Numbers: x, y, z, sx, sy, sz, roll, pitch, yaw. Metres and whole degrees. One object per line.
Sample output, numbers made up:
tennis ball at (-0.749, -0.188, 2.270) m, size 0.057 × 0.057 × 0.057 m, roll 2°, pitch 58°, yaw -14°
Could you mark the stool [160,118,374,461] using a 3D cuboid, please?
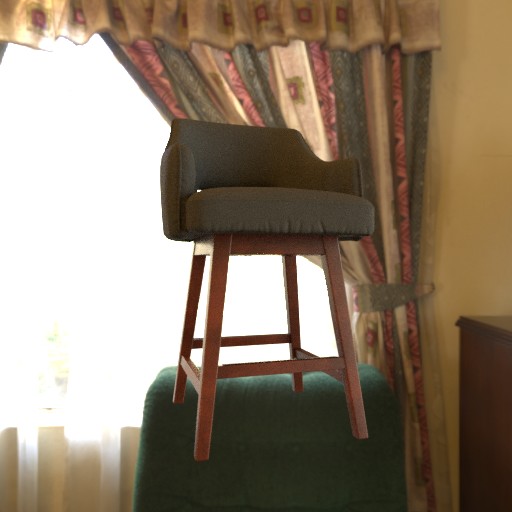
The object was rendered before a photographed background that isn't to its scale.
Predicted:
stool at (0.000, 0.000, 1.283) m, size 0.548 × 0.912 × 0.558 m, roll 0°, pitch -1°, yaw -17°
